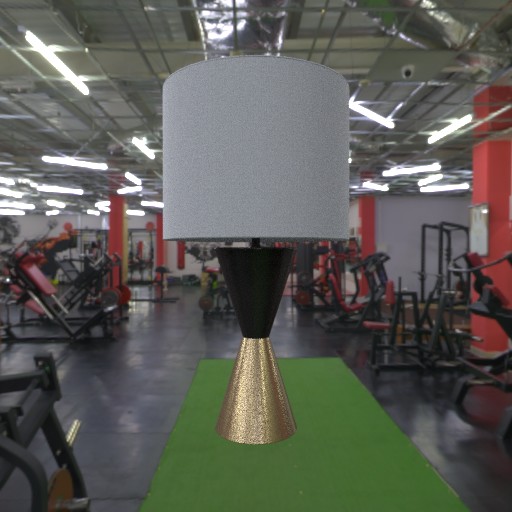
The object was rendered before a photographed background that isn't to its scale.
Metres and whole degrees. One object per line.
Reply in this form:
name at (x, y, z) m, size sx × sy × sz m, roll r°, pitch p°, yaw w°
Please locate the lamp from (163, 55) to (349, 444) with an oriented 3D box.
lamp at (0.000, 0.000, 0.740) m, size 0.304 × 0.573 × 0.304 m, roll 0°, pitch 1°, yaw 1°
